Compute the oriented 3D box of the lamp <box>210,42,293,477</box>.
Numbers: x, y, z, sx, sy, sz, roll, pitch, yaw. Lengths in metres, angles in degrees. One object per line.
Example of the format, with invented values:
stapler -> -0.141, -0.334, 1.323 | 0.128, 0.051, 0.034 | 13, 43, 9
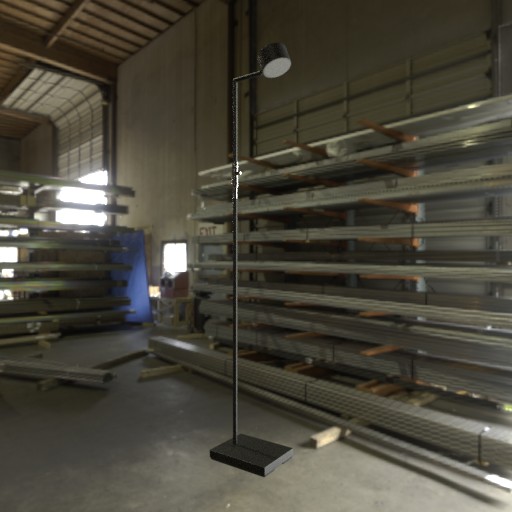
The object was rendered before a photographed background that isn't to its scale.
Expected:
lamp -> 0.000, 0.000, 1.745 | 0.304, 1.600, 0.203 | 0, -1, 35
